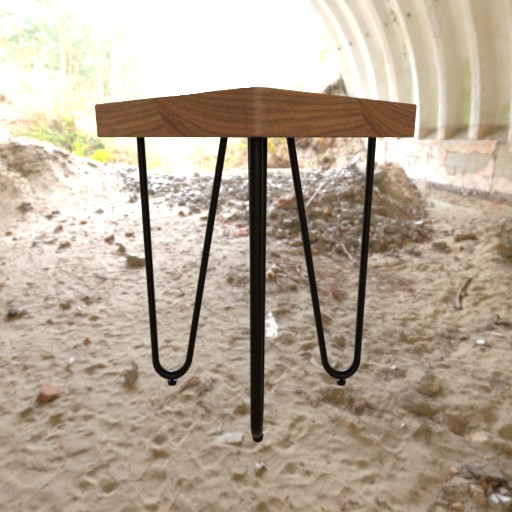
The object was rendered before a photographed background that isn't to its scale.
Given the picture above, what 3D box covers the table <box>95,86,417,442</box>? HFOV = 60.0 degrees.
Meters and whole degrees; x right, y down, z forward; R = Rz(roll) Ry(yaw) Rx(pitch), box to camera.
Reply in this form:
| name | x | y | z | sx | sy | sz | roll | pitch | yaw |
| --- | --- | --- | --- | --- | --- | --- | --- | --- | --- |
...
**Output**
| name | x | y | z | sx | sy | sz | roll | pitch | yaw |
| --- | --- | --- | --- | --- | --- | --- | --- | --- | --- |
| table | 0.000 | 0.000 | 0.990 | 0.479 | 0.641 | 0.480 | 14 | 20 | 43 |
